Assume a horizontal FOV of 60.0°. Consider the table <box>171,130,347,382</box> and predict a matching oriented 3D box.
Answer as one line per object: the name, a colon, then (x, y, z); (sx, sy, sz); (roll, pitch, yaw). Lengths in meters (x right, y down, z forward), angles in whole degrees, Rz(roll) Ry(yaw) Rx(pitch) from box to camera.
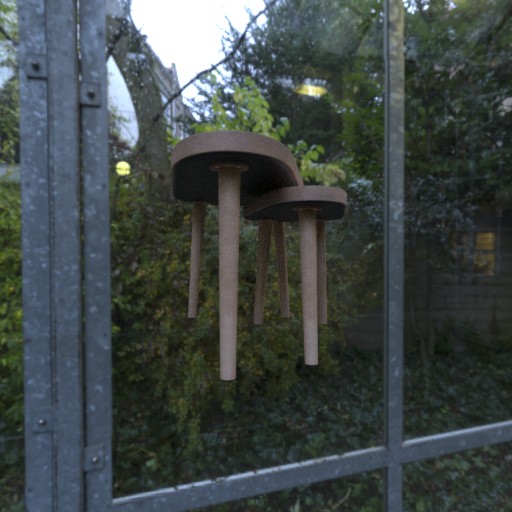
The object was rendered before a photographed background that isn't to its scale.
table: (0.000, 0.000, 1.625); (0.701, 0.595, 1.190); (0, 1, -1)
